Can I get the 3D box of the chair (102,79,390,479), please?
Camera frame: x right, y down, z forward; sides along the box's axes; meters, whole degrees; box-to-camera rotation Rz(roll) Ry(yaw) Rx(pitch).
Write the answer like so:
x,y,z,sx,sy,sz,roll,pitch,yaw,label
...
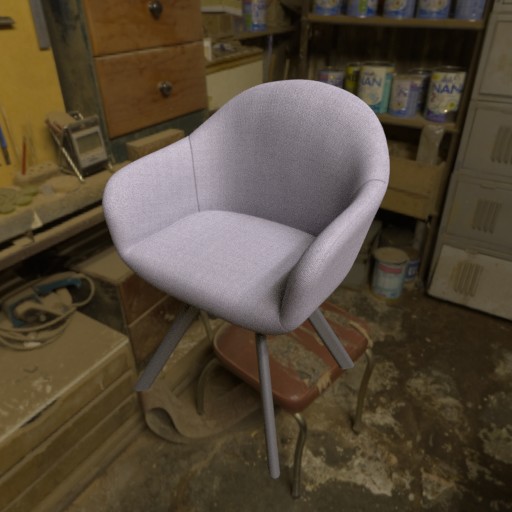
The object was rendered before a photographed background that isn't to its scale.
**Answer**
x,y,z,sx,sy,sz,roll,pitch,yaw,label
0.000,0.000,1.152,0.590,0.795,0.550,20,36,29,chair
